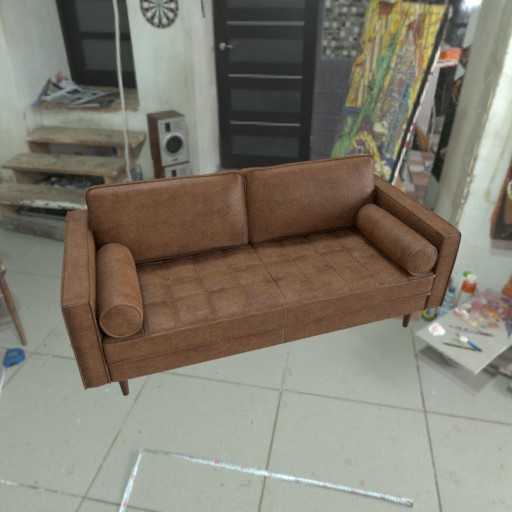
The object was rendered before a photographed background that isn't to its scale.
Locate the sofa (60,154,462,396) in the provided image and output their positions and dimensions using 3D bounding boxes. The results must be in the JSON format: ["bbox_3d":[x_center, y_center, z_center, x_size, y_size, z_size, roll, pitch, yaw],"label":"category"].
[{"bbox_3d":[0.000,0.000,2.428,1.920,0.825,0.924,-10,33,-16],"label":"sofa"}]
